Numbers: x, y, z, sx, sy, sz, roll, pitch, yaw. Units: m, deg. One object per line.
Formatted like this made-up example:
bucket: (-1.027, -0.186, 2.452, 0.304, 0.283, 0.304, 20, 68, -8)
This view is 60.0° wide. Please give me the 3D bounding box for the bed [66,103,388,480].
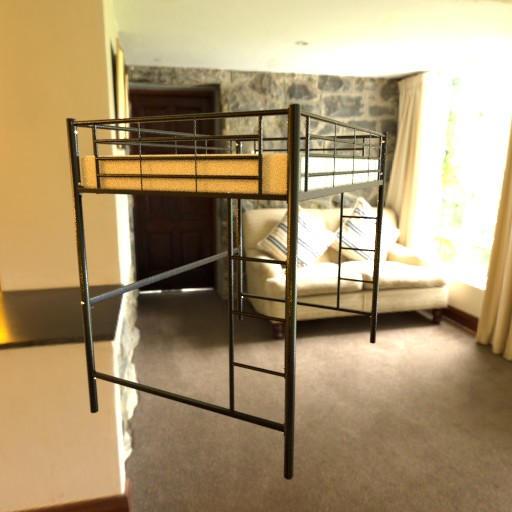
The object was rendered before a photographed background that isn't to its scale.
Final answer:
bed: (0.000, 0.000, 3.211, 1.397, 1.803, 1.994, 6, 13, 26)
